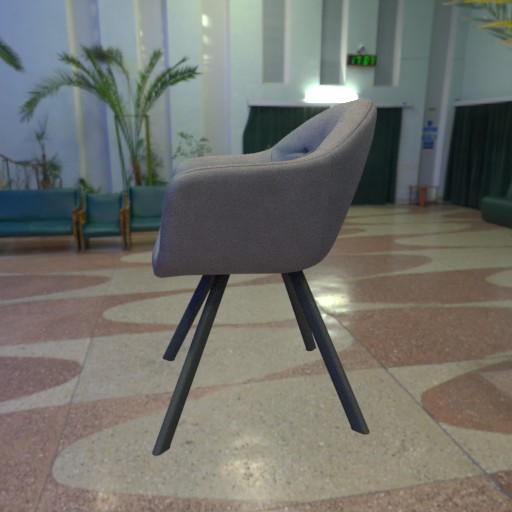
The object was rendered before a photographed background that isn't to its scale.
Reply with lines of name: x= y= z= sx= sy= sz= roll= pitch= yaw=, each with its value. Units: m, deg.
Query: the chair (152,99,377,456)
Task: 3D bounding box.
chair: x=0.000 y=0.000 z=1.162 sx=0.544 sy=0.781 sz=0.567 roll=-2 pitch=15 yaw=-8
